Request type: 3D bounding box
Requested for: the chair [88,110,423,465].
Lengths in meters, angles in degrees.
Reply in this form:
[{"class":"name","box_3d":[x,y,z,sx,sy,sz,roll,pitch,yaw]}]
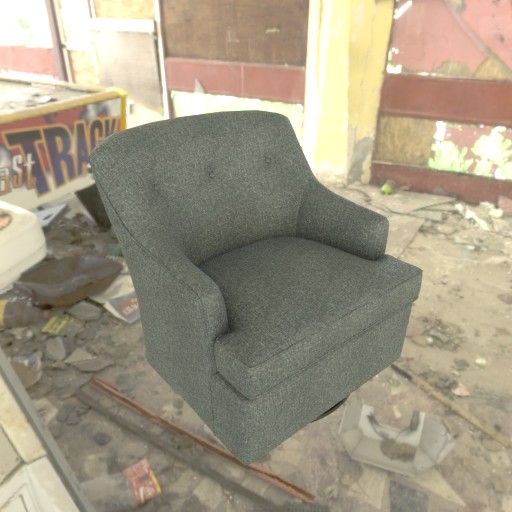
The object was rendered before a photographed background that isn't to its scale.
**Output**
[{"class":"chair","box_3d":[0.000,0.000,1.606,0.864,0.856,0.923,-22,36,-33]}]
